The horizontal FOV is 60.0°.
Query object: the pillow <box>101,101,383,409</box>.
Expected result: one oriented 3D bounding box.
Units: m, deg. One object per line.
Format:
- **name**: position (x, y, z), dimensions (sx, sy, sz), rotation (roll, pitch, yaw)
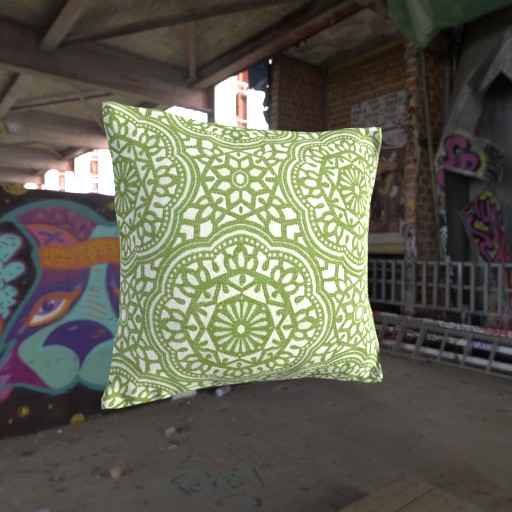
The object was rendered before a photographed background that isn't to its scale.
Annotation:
- **pillow**: position (0.000, 0.000, 0.665), dimensions (0.440, 0.419, 0.162), rotation (0, 1, -18)
